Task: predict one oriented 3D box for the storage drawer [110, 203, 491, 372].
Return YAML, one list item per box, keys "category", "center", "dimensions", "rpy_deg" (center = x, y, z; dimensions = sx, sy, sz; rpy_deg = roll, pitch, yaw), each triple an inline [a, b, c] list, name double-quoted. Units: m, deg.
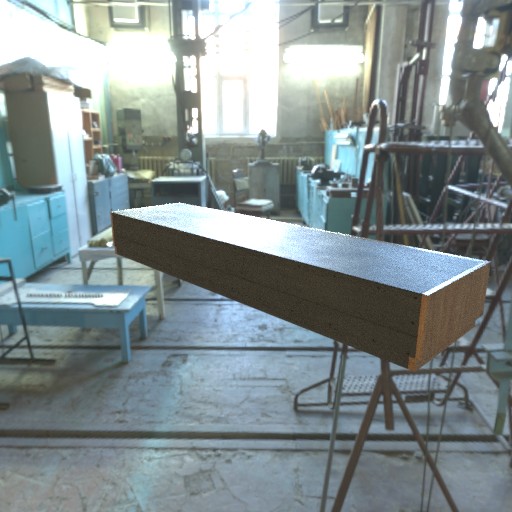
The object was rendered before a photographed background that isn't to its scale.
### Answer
- category: "storage drawer"
  center: [0.000, 0.000, 2.245]
  dimensions: [0.538, 0.264, 2.032]
  rpy_deg: [-15, 21, -42]
